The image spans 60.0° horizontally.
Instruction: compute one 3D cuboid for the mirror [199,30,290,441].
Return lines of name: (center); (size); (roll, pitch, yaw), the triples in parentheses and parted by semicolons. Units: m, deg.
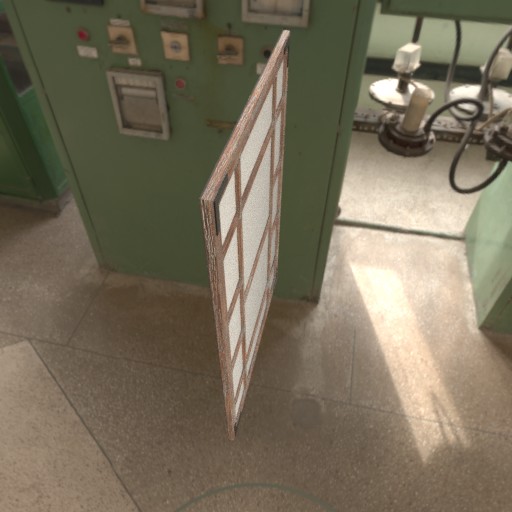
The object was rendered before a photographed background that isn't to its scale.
mirror: (0.000, 0.000, 1.289); (0.025, 0.996, 0.705); (10, 48, 9)
